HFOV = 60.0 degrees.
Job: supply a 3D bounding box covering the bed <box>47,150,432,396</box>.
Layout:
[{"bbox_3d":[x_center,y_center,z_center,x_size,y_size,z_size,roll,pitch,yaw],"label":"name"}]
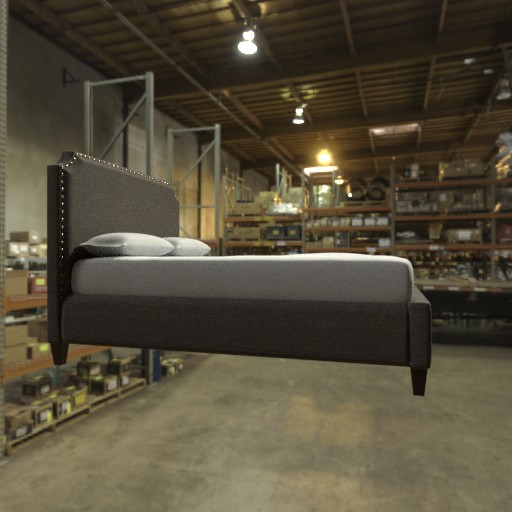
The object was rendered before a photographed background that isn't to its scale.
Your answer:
[{"bbox_3d":[0.000,0.000,3.399,2.381,1.457,1.713,0,0,17],"label":"bed"}]
